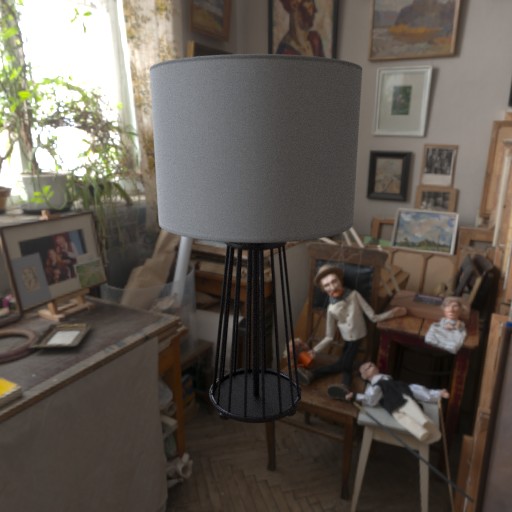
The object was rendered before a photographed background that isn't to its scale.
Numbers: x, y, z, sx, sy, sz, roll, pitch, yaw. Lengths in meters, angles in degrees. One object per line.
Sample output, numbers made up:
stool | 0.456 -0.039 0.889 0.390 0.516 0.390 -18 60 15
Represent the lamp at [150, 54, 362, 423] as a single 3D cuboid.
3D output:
lamp | 0.000 0.000 0.767 0.322 0.593 0.322 -3 16 -9
